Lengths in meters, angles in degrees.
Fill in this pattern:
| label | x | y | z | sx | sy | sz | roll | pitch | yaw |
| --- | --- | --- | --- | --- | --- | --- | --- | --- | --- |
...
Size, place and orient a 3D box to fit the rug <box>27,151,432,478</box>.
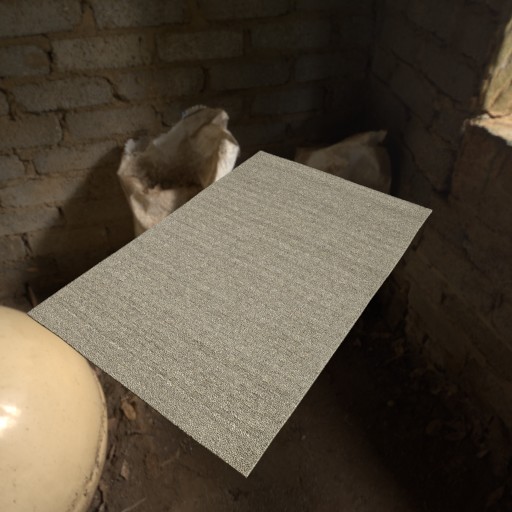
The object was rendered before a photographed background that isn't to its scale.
| label | x | y | z | sx | sy | sz | roll | pitch | yaw |
| --- | --- | --- | --- | --- | --- | --- | --- | --- | --- |
| rug | 0.000 | 0.000 | 2.855 | 1.532 | 0.018 | 2.297 | 25 | 48 | 26 |
